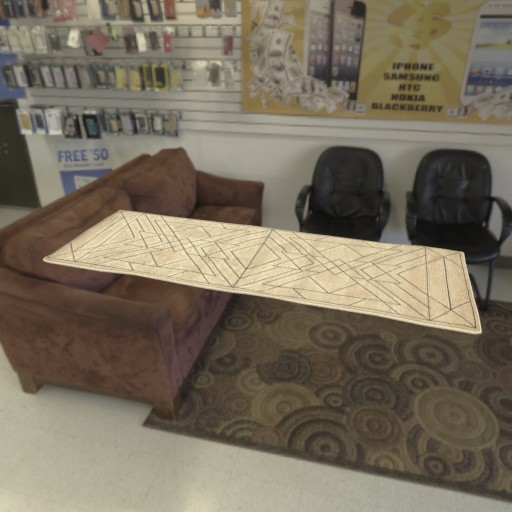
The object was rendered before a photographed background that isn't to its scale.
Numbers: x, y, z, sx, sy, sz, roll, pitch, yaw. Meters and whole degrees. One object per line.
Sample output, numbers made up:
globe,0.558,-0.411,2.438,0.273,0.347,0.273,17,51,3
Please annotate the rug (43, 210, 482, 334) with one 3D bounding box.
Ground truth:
rug,0.000,0.000,2.645,2.381,0.036,0.831,8,28,15
